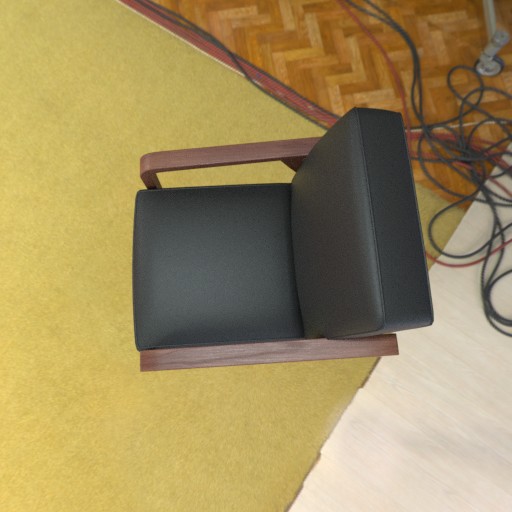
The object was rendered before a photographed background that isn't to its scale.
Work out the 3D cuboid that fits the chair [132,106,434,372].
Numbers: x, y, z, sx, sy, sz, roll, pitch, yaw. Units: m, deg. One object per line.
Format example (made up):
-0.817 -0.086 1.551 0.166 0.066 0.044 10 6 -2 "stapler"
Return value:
0.000 0.000 1.515 0.889 0.861 0.719 -4 76 -1 "chair"
